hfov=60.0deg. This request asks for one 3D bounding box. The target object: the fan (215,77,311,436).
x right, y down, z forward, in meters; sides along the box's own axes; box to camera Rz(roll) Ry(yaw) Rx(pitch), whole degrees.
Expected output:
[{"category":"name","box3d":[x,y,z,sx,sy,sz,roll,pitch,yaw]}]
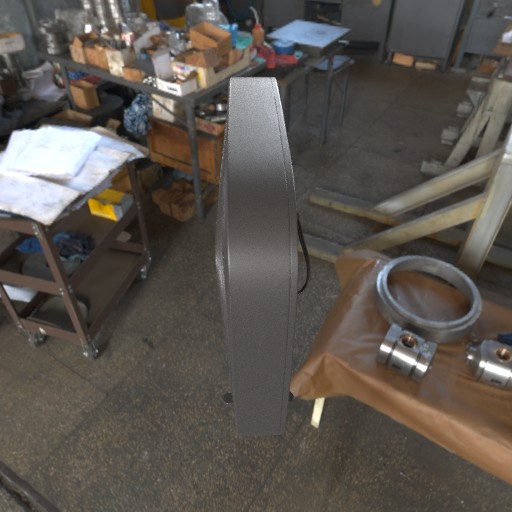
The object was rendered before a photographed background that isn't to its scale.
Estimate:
[{"category":"fan","box3d":[0.000,0.000,0.806,0.142,0.533,0.526,-1,42,-1]}]
